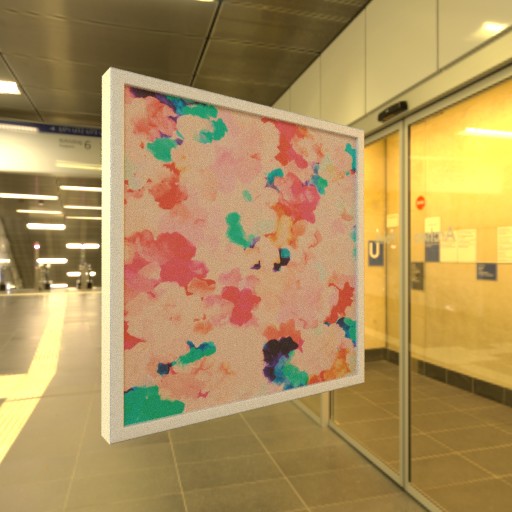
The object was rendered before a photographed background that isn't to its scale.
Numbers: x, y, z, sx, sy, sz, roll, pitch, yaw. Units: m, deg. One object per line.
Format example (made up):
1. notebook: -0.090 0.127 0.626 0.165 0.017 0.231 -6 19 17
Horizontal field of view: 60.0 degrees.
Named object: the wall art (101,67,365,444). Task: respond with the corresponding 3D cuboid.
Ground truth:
1. wall art: 0.000 0.000 0.755 0.506 0.505 0.038 0 0 -36
